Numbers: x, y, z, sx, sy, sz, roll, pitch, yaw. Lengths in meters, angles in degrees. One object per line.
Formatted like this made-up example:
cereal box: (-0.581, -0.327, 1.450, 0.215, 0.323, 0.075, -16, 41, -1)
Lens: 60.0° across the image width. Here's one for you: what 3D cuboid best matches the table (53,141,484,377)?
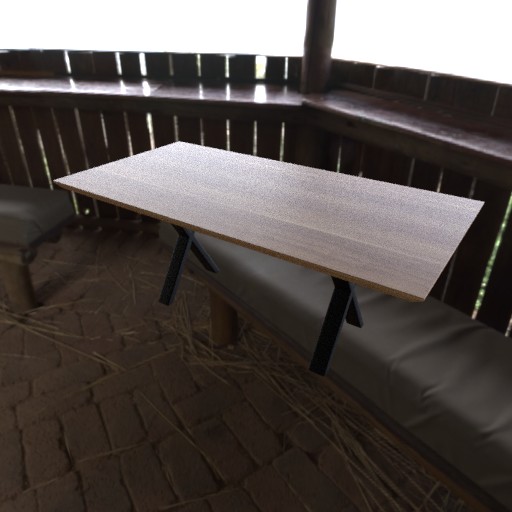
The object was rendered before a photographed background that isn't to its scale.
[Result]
table: (0.000, 0.000, 2.469, 2.000, 0.770, 1.000, 18, 34, 30)
